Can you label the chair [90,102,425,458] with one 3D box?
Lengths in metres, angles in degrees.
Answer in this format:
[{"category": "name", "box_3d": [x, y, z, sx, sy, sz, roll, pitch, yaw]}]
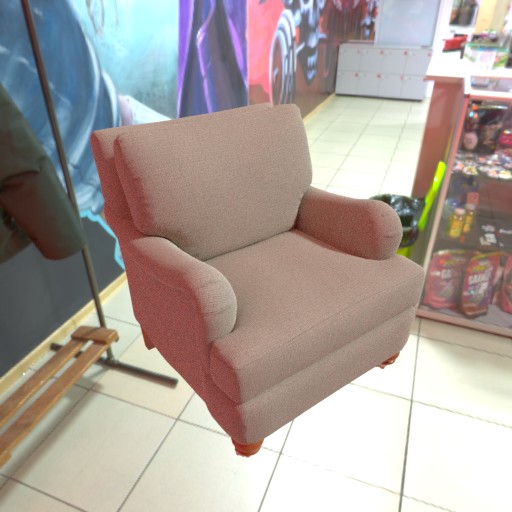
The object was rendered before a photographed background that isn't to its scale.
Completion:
[{"category": "chair", "box_3d": [0.000, 0.000, 1.841, 0.955, 1.038, 1.070, -21, 37, -30]}]
